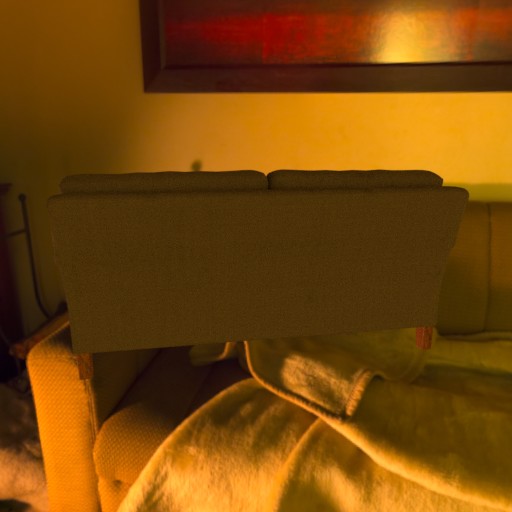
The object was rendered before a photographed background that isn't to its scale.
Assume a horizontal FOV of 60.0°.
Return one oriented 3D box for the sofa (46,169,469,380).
[{"bbox_3d":[0.000,0.000,2.757,2.165,1.087,1.086,-3,15,-10],"label":"sofa"}]
